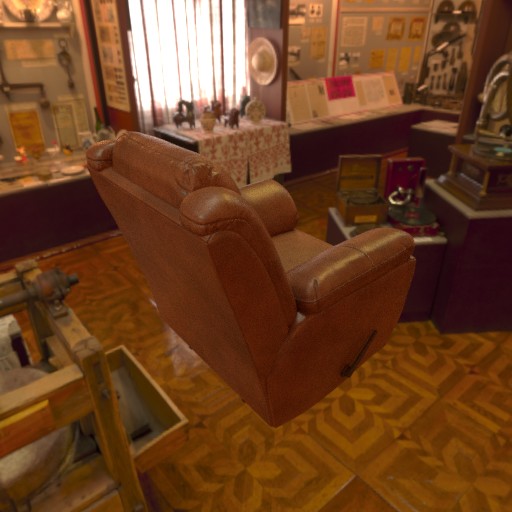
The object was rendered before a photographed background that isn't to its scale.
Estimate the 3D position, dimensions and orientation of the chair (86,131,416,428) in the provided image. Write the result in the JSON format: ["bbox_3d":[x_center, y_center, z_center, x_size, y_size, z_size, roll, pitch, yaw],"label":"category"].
[{"bbox_3d":[0.000,0.000,1.924,1.041,1.093,0.990,-20,34,-33],"label":"chair"}]
